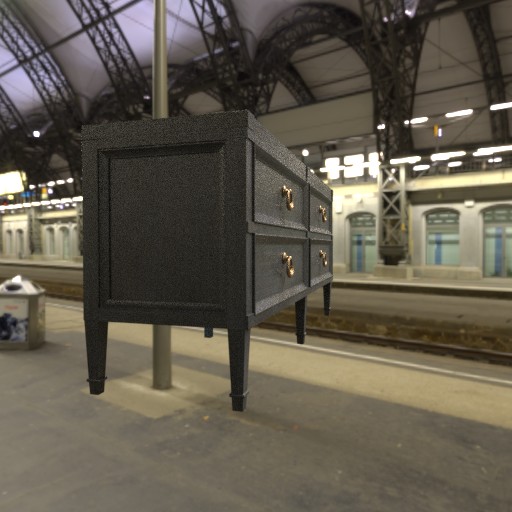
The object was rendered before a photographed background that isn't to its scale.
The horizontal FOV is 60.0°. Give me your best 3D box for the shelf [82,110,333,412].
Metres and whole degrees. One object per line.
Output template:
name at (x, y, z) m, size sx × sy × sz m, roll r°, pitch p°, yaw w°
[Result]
shelf at (0.000, 0.000, 1.859) m, size 0.479 × 0.719 × 1.575 m, roll 0°, pitch 1°, yaw 17°
